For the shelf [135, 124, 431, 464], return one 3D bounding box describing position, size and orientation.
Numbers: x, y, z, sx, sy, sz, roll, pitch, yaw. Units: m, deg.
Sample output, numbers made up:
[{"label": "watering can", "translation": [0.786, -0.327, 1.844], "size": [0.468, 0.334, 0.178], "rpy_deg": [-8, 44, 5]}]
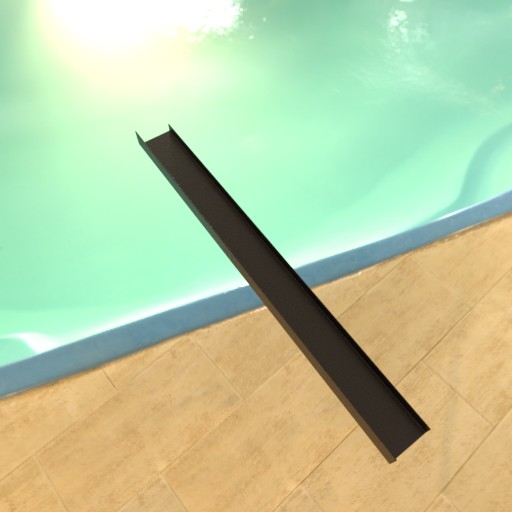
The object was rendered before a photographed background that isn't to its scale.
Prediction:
[{"label": "shelf", "translation": [0.000, 0.000, 0.950], "size": [0.092, 0.049, 0.924], "rpy_deg": [-31, 64, -17]}]
